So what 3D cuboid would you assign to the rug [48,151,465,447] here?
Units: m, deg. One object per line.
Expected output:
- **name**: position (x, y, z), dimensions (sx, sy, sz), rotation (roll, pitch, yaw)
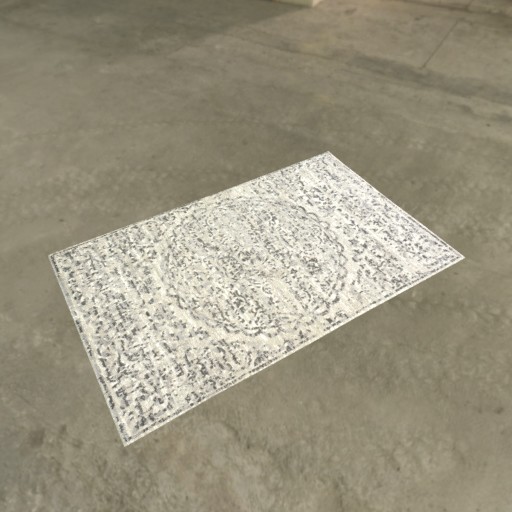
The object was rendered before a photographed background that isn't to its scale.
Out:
- **rug**: position (0.000, 0.000, 3.059), dimensions (2.447, 0.021, 1.527), rotation (-24, 51, -21)
